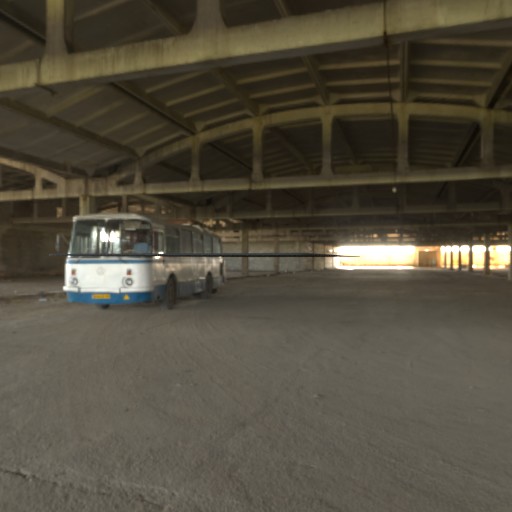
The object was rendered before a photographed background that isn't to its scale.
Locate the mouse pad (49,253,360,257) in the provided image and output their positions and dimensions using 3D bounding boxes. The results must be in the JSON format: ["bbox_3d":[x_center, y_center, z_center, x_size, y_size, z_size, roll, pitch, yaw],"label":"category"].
[{"bbox_3d":[0.000,0.000,1.065,0.424,0.003,0.907,0,0,18],"label":"mouse pad"}]
